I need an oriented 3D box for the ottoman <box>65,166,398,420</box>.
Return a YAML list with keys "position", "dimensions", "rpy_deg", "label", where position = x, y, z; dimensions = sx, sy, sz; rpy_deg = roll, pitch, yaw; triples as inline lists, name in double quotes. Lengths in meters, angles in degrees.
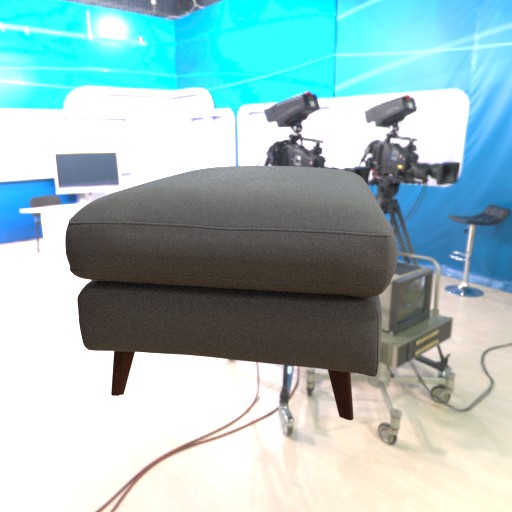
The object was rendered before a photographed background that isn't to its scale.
- position: [0.000, 0.000, 1.165]
  dimensions: [0.608, 0.449, 0.811]
  rpy_deg: [3, 16, 9]
  label: "ottoman"
